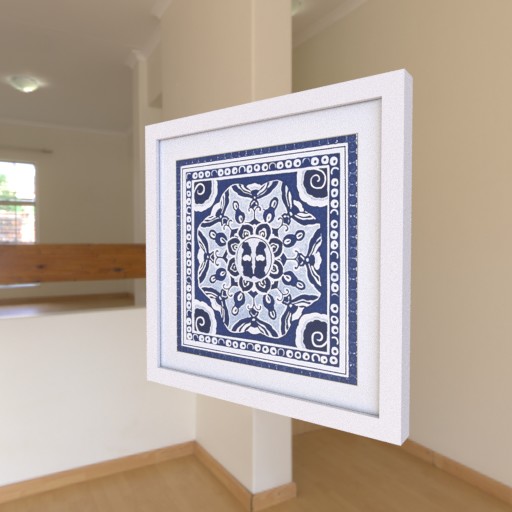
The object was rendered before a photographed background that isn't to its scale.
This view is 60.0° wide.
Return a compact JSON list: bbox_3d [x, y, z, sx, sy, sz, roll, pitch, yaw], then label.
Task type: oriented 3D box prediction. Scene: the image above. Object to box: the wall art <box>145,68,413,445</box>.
[{"bbox_3d":[0.000,0.000,0.529,0.355,0.355,0.027,1,2,35],"label":"wall art"}]
